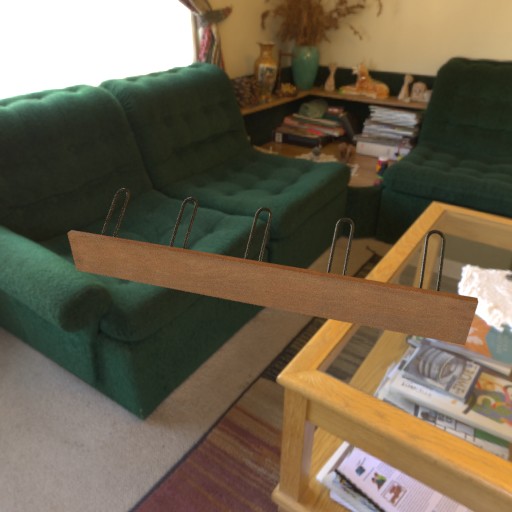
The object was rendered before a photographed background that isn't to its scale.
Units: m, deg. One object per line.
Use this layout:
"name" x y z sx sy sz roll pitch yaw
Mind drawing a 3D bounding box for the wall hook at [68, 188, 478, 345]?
"wall hook" 0.000 0.000 0.612 0.554 0.116 0.076 9 32 15
